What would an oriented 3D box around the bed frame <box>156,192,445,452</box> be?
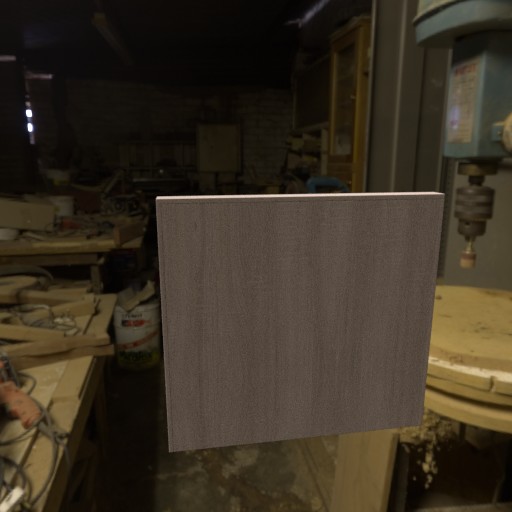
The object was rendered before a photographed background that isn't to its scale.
[{"bbox_3d":[0.000,0.000,2.608,0.990,0.920,2.140,-2,14,-9],"label":"bed frame"}]
